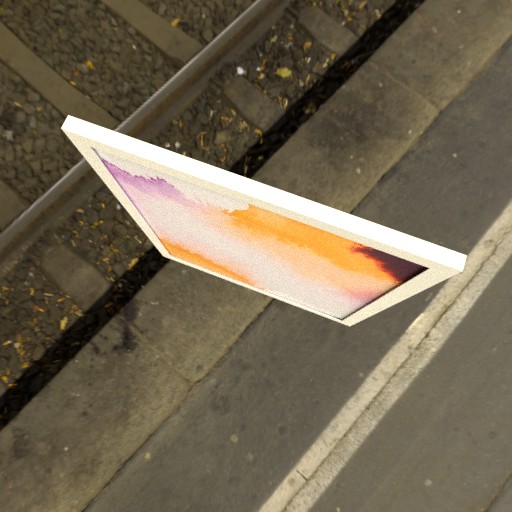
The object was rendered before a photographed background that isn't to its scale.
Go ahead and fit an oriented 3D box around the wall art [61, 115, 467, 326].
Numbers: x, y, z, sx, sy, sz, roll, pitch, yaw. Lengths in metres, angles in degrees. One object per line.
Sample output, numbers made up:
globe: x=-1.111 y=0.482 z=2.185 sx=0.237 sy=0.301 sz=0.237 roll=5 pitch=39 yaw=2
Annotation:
wall art: x=0.000 y=0.000 z=1.079 sx=0.661 sy=0.811 sz=0.026 roll=20 pitch=76 yaw=5
